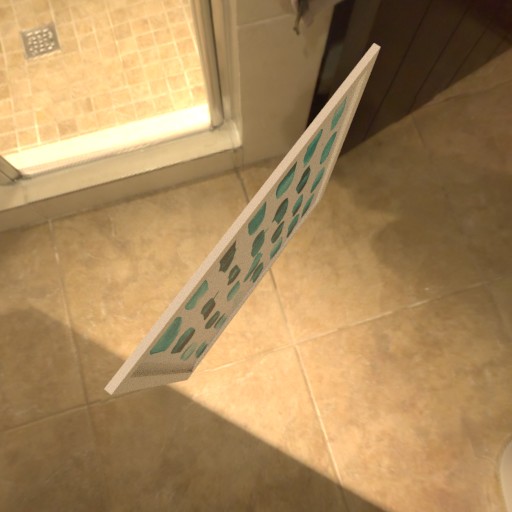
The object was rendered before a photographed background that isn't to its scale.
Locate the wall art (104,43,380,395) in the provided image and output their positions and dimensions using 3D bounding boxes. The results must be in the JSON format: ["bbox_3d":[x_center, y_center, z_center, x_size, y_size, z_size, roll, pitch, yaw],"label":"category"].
[{"bbox_3d":[0.000,0.000,0.668,0.009,0.457,0.456,35,79,8],"label":"wall art"}]
